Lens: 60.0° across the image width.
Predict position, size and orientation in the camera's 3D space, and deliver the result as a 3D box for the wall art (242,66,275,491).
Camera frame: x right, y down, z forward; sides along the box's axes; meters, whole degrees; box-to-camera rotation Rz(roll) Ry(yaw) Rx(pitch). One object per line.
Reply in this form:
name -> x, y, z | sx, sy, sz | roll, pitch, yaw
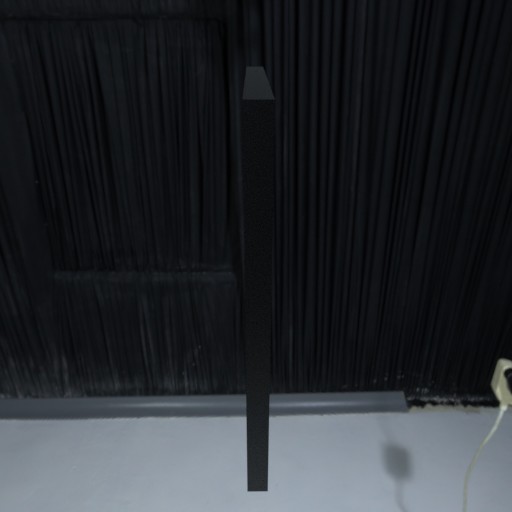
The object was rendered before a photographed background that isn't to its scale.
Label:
wall art -> 0.000, 0.000, 0.745 | 0.031, 0.558, 0.461 | 0, 27, -1
